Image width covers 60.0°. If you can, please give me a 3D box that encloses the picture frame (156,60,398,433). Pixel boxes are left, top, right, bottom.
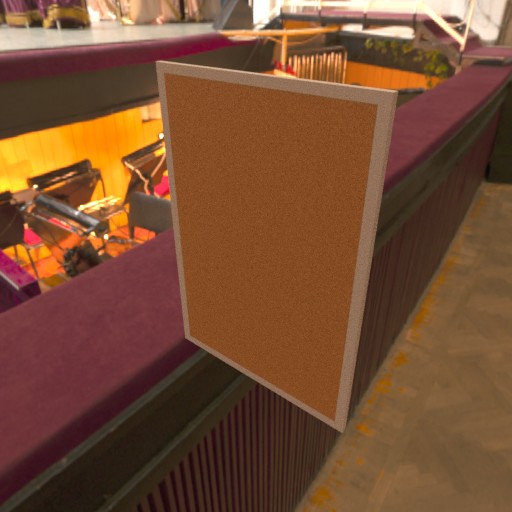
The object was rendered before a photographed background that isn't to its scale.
[{"bbox_3d":[0.000,0.000,0.854,0.457,0.657,0.013,22,37,33],"label":"picture frame"}]
